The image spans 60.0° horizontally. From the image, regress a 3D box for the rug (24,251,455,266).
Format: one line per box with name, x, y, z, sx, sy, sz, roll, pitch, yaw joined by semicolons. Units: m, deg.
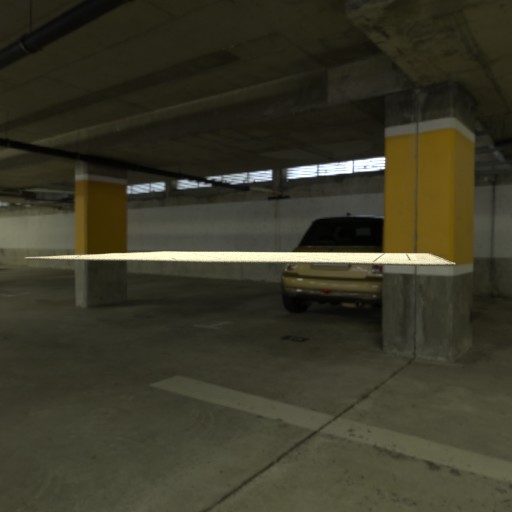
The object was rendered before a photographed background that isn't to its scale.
rug;0.000;0.000;4.400;3.381;0.026;2.436;1;2;18
